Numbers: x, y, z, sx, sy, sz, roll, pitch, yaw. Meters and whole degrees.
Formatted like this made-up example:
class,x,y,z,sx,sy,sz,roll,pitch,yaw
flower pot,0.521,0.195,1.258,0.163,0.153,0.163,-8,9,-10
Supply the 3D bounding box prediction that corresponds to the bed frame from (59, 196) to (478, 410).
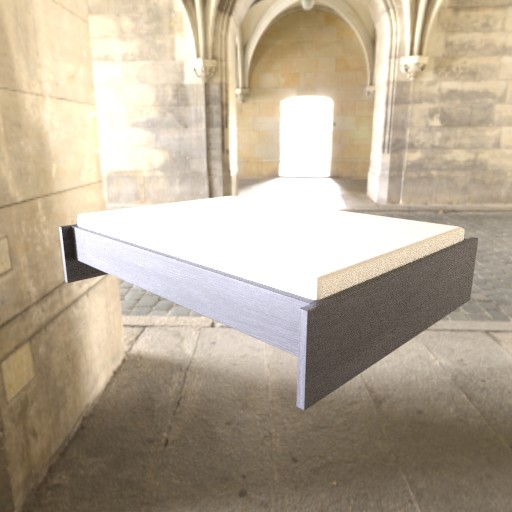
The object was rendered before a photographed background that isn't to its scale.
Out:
class,x,y,z,sx,sy,sz,roll,pitch,yaw
bed frame,0.000,0.000,2.617,1.950,0.432,1.490,15,21,43
